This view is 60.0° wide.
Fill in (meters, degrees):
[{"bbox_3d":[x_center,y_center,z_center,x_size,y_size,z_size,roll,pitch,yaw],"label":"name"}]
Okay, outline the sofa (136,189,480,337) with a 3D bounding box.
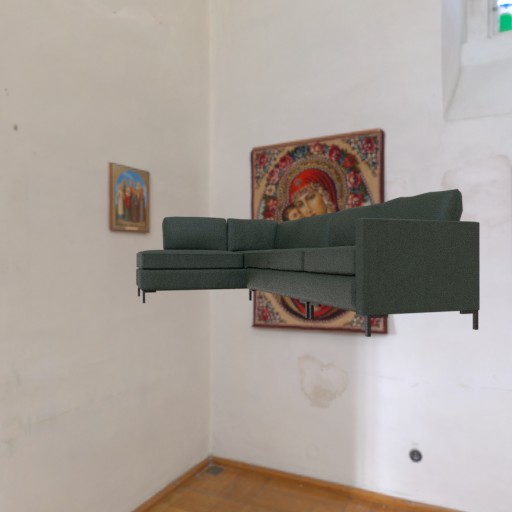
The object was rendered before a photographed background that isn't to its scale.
[{"bbox_3d":[0.000,0.000,4.260,2.048,0.996,3.384,0,0,-18],"label":"sofa"}]
